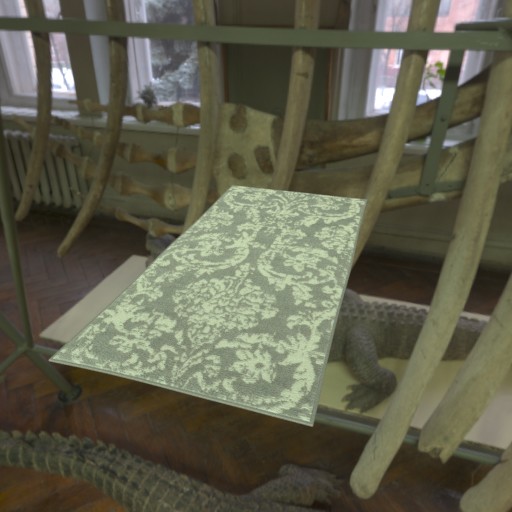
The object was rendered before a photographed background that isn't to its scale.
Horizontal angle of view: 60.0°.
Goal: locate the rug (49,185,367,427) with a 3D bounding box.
[{"bbox_3d":[0.000,0.000,1.427,0.604,0.007,1.219,8,30,15],"label":"rug"}]
